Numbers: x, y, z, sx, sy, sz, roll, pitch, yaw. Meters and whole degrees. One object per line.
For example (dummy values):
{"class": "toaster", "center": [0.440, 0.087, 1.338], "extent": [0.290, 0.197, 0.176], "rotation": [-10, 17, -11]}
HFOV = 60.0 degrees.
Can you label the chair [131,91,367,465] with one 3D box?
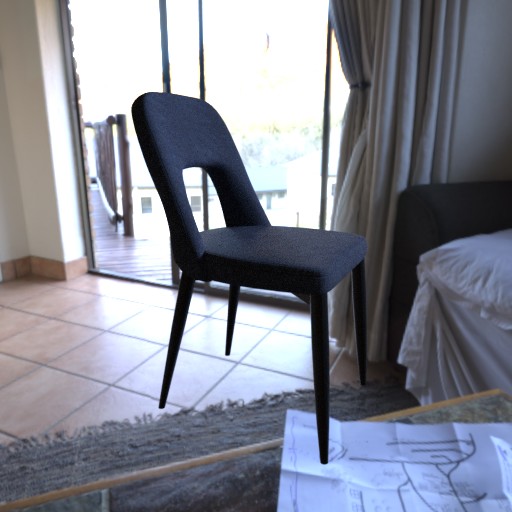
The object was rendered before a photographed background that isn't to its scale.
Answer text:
{"class": "chair", "center": [0.000, 0.000, 1.312], "extent": [0.612, 0.931, 0.470], "rotation": [7, 16, 26]}
